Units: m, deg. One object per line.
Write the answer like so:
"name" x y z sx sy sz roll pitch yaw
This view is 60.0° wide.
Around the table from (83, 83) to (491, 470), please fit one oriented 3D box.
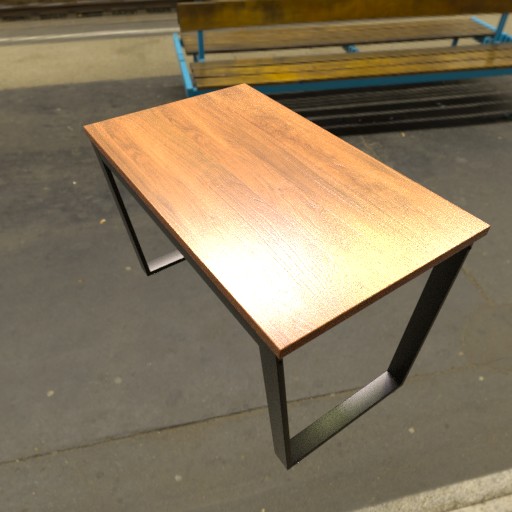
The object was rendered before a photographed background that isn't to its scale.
"table" 0.000 0.000 1.671 0.714 0.760 1.205 -25 48 -25
